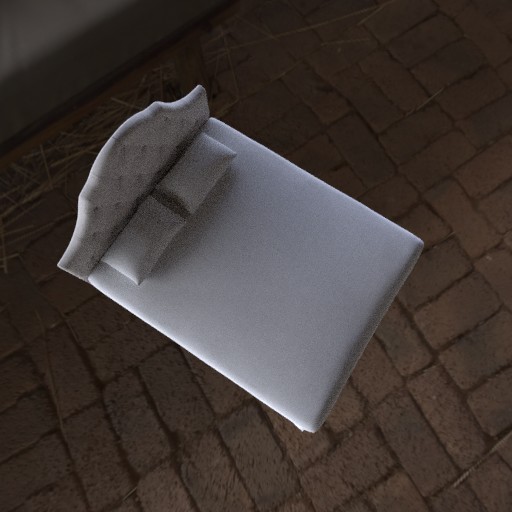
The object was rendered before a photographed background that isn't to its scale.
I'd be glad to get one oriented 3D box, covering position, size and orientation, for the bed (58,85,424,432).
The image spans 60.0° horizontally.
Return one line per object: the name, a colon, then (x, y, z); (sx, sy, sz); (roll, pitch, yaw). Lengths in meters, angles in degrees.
bed: (0.000, 0.000, 3.780); (2.477, 1.617, 2.039); (32, 78, 8)
